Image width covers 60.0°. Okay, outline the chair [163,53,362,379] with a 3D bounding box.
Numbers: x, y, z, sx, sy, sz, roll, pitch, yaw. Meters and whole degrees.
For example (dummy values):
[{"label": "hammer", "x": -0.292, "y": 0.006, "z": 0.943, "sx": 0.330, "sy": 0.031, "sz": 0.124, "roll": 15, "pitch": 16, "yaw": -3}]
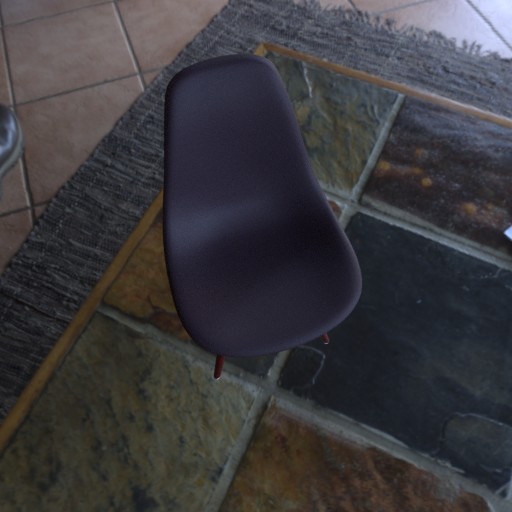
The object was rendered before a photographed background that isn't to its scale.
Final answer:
[{"label": "chair", "x": 0.000, "y": 0.000, "z": 1.172, "sx": 0.470, "sy": 0.826, "sz": 0.533, "roll": -16, "pitch": 64, "yaw": -8}]
